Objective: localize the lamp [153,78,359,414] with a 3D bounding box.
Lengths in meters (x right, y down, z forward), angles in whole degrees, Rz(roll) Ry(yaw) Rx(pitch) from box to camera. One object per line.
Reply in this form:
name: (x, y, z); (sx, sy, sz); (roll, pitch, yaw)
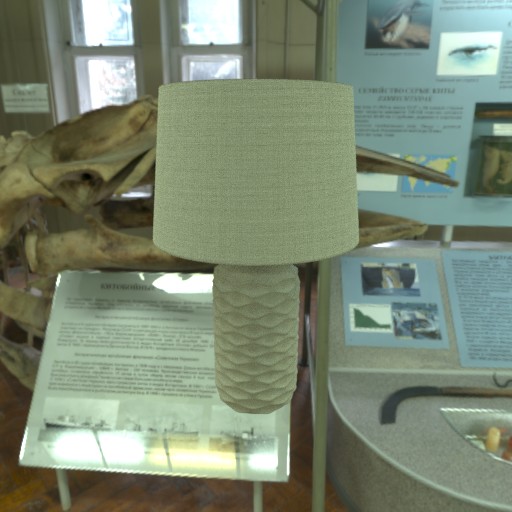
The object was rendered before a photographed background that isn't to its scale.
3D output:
lamp: (0.000, 0.000, 0.838); (0.376, 0.594, 0.376); (0, 16, 0)
